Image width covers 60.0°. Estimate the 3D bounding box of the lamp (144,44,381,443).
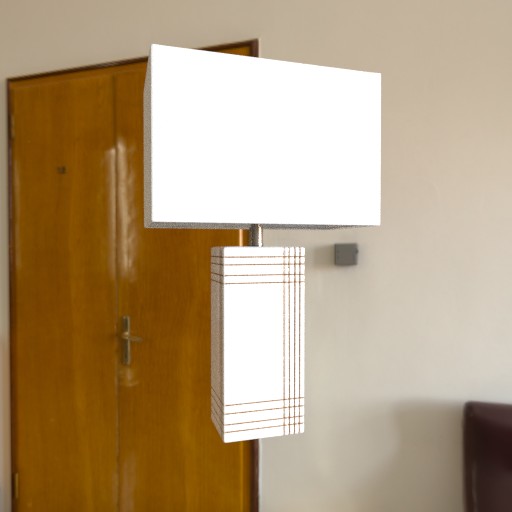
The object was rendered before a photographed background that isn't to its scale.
[{"bbox_3d":[0.000,0.000,0.700,0.334,0.543,0.182,0,1,-17],"label":"lamp"}]
